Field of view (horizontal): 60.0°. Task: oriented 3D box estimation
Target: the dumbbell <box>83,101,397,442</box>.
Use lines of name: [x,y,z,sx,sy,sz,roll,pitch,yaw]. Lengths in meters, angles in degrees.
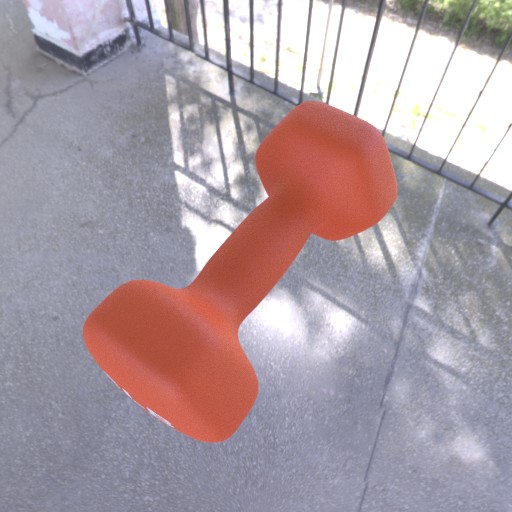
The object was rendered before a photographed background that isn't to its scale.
dumbbell: [0.000,0.000,0.207,0.079,0.071,0.162,32,63,18]
